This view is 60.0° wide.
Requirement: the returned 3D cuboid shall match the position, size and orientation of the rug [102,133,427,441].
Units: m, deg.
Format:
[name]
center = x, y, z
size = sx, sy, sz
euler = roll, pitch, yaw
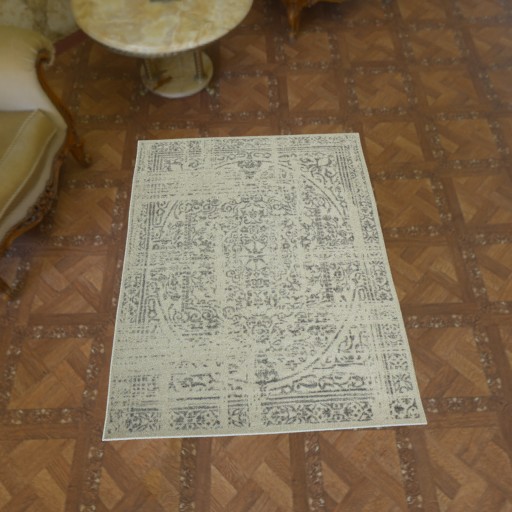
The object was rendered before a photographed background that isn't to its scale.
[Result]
[rug]
center = 0.000, 0.000, 3.869
size = 2.311, 0.032, 2.921
euler = -2, 59, -1
